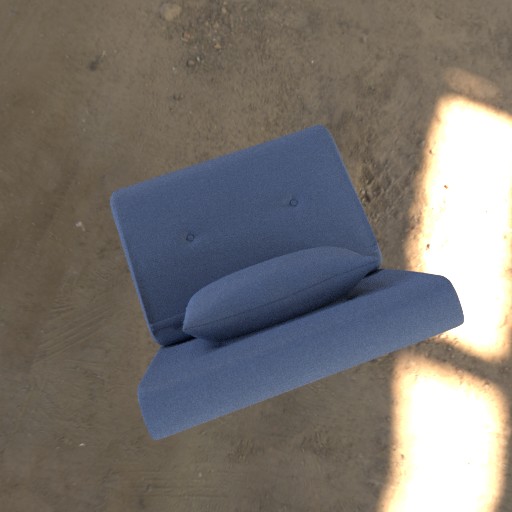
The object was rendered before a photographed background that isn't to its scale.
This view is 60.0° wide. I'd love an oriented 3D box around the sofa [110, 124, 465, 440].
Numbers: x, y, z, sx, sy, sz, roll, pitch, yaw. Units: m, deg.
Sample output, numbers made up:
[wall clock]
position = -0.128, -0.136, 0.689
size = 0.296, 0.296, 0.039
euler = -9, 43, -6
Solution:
[sofa]
position = 0.000, 0.000, 1.760
size = 0.999, 0.860, 0.996
euler = -19, 77, -5
